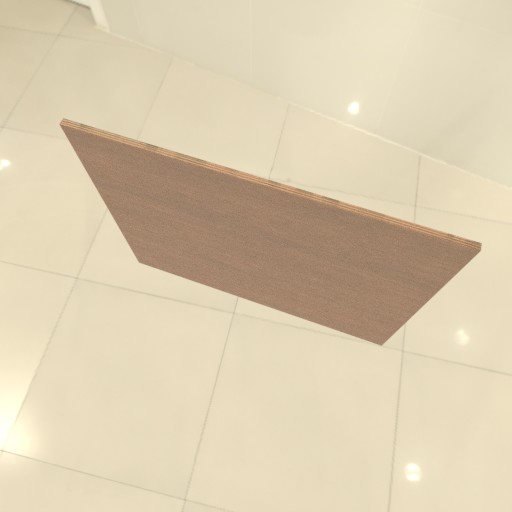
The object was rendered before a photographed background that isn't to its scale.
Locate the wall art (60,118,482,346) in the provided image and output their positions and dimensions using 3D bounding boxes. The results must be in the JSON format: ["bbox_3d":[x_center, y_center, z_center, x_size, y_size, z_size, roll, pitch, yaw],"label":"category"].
[{"bbox_3d":[0.000,0.000,0.691,0.508,0.408,0.010,18,66,8],"label":"wall art"}]
